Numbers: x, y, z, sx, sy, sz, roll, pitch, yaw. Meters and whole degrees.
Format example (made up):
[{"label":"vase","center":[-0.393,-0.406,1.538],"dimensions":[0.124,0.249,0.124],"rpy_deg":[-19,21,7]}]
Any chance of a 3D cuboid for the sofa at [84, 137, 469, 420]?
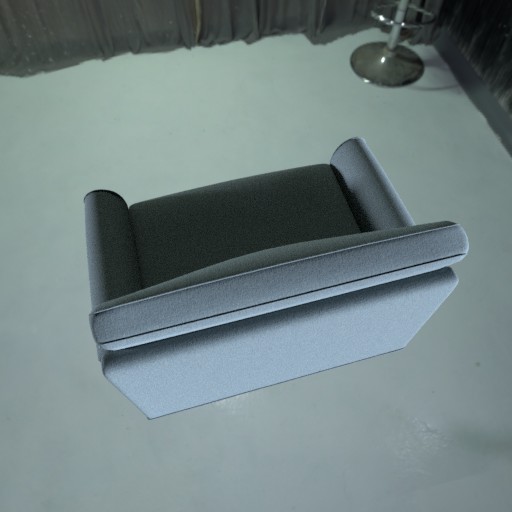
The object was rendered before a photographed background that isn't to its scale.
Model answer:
[{"label":"sofa","center":[0.000,0.000,1.981],"dimensions":[1.410,0.953,0.940],"rpy_deg":[-13,59,-8]}]
